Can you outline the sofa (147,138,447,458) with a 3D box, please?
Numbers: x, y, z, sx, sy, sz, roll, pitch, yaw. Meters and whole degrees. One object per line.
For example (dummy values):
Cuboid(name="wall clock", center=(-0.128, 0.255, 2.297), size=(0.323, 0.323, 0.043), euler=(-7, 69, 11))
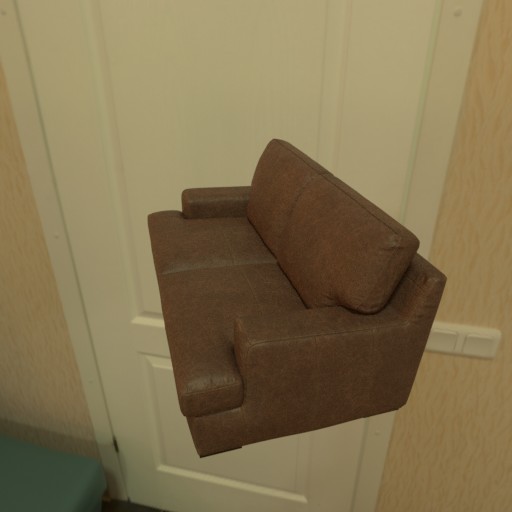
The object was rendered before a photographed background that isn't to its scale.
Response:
Cuboid(name="sofa", center=(0.000, 0.000, 2.566), size=(1.143, 0.939, 1.880), euler=(-8, 30, -14))
